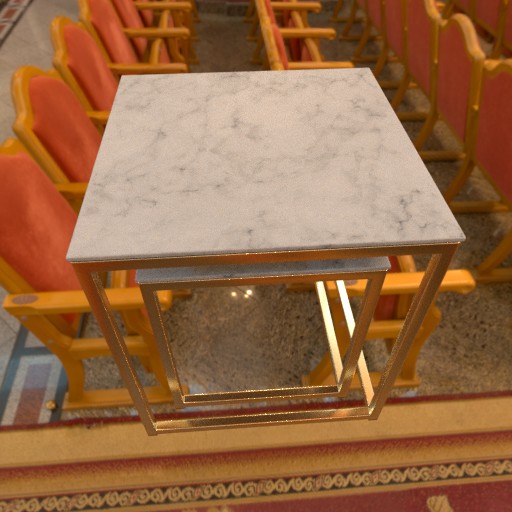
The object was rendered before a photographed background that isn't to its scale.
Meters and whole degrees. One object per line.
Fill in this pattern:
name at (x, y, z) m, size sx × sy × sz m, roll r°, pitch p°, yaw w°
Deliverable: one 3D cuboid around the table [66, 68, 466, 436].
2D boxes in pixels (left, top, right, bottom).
table at (0.000, 0.000, 0.830) m, size 0.450 × 0.500 × 0.450 m, roll -3°, pitch 47°, yaw -3°
